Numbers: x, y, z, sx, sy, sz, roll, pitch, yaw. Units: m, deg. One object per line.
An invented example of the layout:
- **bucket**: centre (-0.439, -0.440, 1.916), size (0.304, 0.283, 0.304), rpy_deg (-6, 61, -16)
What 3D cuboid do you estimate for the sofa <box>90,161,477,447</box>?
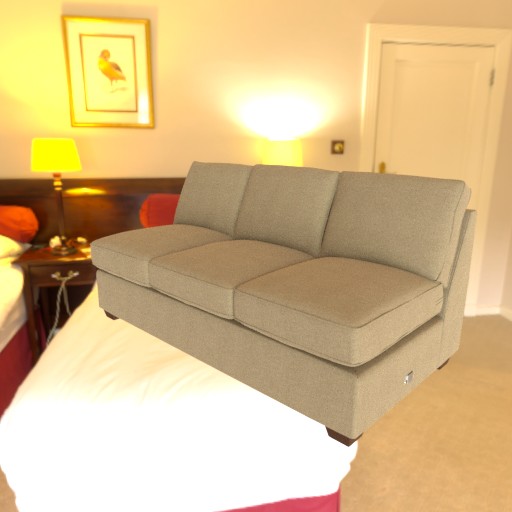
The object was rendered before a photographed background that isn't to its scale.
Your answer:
- **sofa**: centre (0.000, 0.000, 2.657), size (2.092, 1.036, 1.127), rpy_deg (14, 20, 42)
